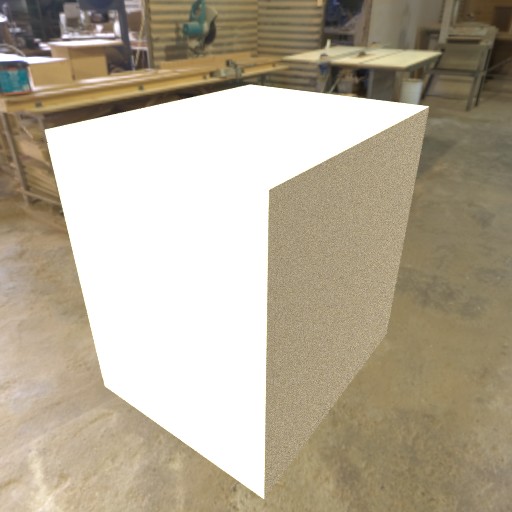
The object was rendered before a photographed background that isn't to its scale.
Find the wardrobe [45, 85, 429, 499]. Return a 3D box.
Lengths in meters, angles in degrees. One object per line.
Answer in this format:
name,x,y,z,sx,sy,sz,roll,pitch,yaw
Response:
wardrobe,0.000,0.000,0.848,0.400,0.520,0.500,20,36,31
